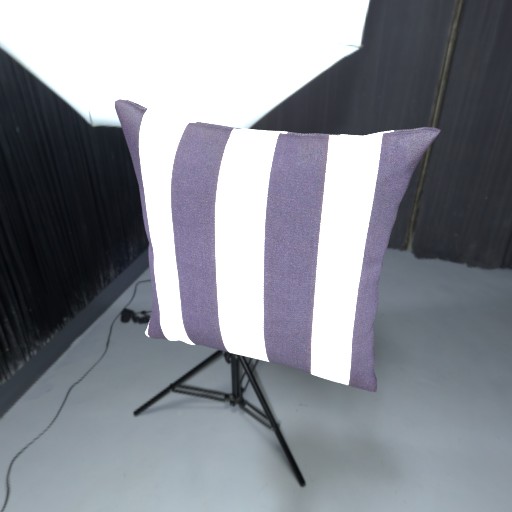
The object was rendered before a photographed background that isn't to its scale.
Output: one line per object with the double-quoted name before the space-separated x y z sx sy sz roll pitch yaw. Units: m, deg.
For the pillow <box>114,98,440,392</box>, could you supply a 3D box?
"pillow" 0.000 0.000 0.818 0.536 0.526 0.189 10 33 16
